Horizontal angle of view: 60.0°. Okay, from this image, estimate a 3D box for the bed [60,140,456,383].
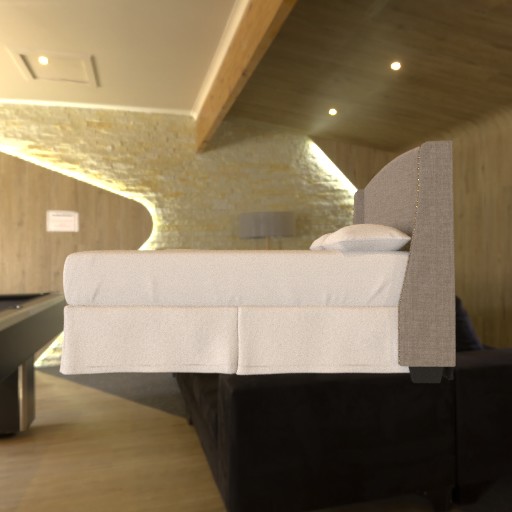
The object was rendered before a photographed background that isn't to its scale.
[{"bbox_3d":[0.000,0.000,3.275,2.237,1.407,1.710,0,0,1],"label":"bed"}]
